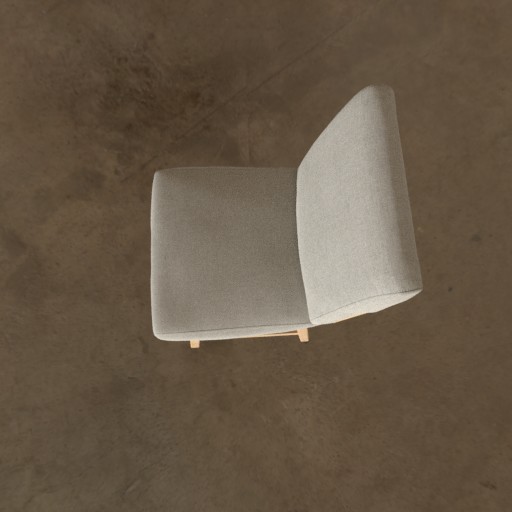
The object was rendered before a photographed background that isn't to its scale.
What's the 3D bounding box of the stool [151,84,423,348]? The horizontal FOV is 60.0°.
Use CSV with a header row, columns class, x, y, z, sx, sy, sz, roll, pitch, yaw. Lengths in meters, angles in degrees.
class,x,y,z,sx,sy,sz,roll,pitch,yaw
stool,0.000,0.000,1.381,0.606,1.085,0.507,-3,76,-1
